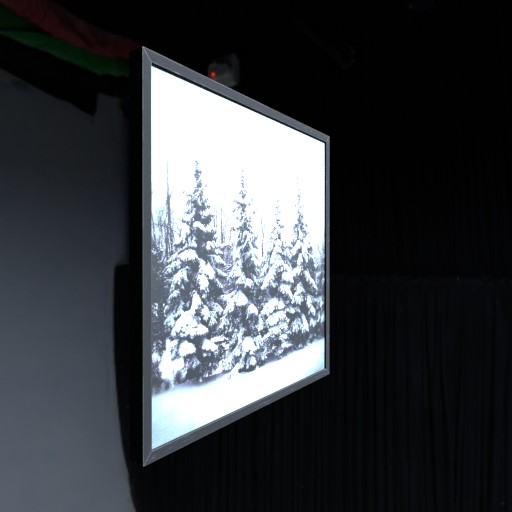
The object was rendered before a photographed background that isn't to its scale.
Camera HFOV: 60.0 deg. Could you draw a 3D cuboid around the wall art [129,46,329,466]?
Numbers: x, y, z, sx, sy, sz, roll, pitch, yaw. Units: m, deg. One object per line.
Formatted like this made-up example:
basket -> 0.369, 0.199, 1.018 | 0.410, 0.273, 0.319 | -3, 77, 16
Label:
wall art -> 0.000, 0.000, 1.123 | 0.037, 0.761, 0.761 | 0, 0, 35
